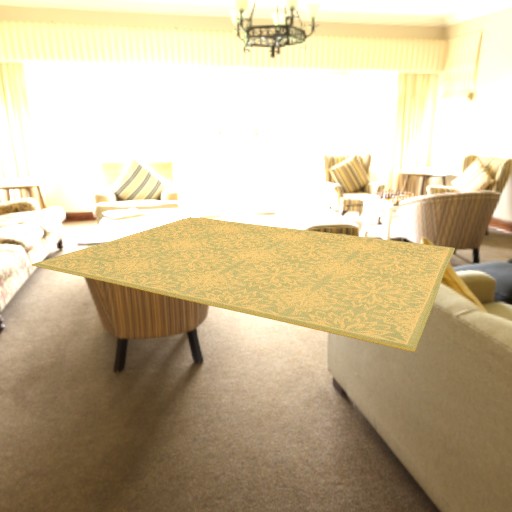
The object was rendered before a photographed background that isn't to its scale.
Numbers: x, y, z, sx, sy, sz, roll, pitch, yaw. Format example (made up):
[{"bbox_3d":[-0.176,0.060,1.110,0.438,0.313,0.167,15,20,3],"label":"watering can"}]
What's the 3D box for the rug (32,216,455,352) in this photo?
[{"bbox_3d":[0.000,0.000,2.829,2.205,0.014,1.589,9,19,27],"label":"rug"}]
